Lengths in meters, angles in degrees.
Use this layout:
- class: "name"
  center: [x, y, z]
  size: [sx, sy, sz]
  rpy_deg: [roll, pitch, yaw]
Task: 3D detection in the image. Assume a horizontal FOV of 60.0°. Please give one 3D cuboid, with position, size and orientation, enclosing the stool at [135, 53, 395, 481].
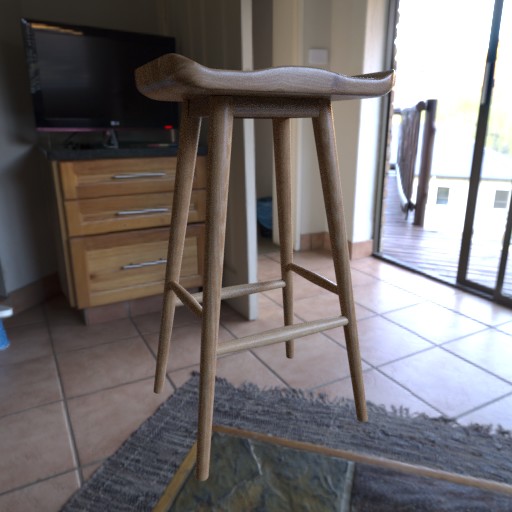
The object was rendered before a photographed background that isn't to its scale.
- class: "stool"
  center: [0.000, 0.000, 0.903]
  size: [0.407, 0.698, 0.322]
  rpy_deg: [-8, 18, -26]
